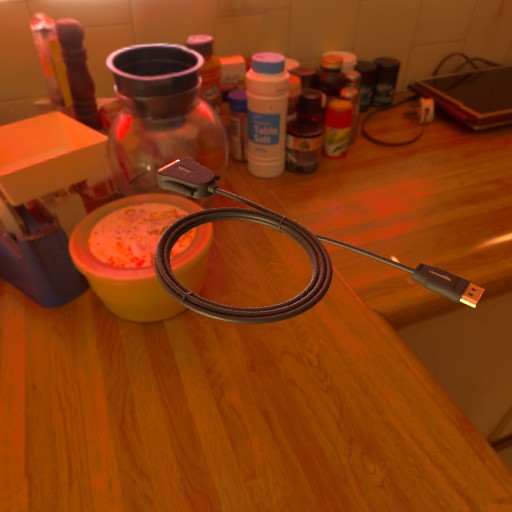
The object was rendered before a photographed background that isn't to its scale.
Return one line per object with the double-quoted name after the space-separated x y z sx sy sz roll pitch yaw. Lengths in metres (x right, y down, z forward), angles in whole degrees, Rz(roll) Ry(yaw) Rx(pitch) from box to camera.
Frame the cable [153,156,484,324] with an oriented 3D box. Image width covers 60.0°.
0.000 0.000 0.321 0.281 0.015 0.136 27 48 28 "cable"
